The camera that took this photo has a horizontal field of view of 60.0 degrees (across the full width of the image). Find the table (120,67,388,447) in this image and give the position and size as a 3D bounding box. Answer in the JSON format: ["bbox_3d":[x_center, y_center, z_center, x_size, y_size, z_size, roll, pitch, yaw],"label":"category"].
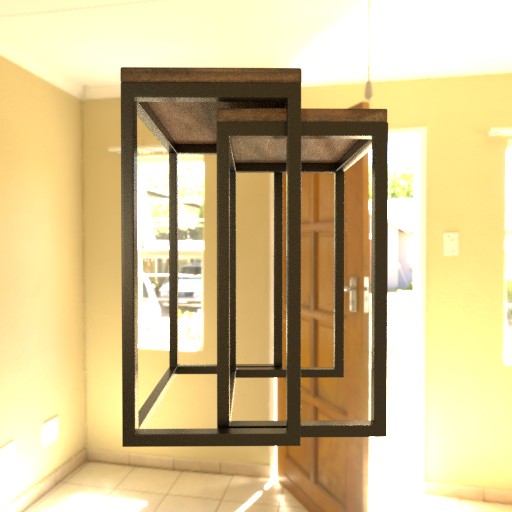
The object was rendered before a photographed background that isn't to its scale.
[{"bbox_3d":[0.000,0.000,0.938,0.460,0.615,0.456,0,1,2],"label":"table"}]
